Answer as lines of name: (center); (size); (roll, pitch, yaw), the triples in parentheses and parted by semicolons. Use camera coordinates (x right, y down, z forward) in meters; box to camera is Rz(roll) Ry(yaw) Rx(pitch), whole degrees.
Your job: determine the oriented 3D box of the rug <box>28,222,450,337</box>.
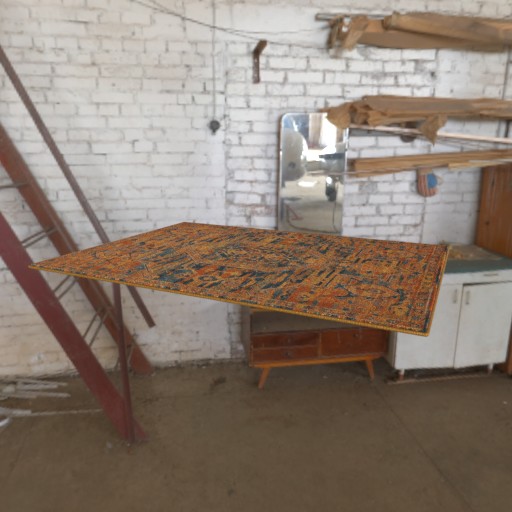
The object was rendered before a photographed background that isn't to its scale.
rug: (0.000, 0.000, 2.824); (2.204, 0.024, 1.588); (7, 16, 25)
